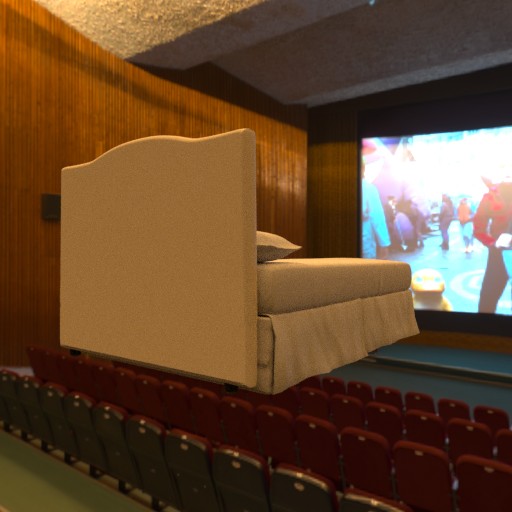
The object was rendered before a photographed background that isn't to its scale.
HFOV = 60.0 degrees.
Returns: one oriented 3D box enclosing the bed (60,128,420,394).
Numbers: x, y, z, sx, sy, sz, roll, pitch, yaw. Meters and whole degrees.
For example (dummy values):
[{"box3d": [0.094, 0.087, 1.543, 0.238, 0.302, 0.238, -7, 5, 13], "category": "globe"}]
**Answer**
[{"box3d": [0.000, 0.000, 3.692, 1.977, 1.437, 2.477, 0, 0, 36], "category": "bed"}]
